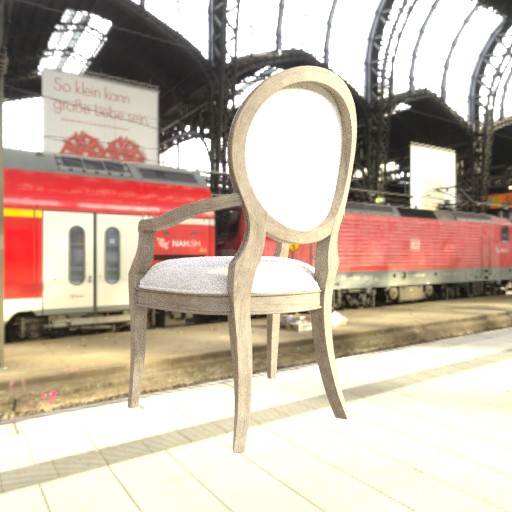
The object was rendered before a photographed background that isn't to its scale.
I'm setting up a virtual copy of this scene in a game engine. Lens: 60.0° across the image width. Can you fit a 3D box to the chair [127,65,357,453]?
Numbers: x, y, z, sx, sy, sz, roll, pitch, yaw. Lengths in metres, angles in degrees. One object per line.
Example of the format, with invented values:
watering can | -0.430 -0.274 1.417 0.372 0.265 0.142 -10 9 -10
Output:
chair | 0.000 0.000 1.390 0.611 0.991 0.602 0 0 -36
